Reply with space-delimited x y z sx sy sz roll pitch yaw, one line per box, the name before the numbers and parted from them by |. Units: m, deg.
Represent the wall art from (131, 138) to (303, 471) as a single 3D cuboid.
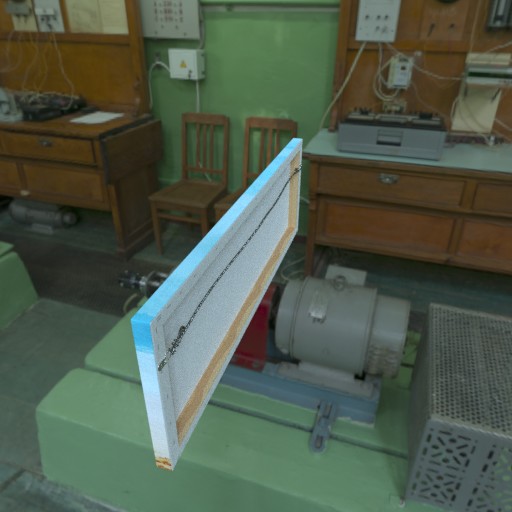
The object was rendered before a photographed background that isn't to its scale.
wall art | 0.000 0.000 0.848 0.044 0.254 0.759 9 31 15
